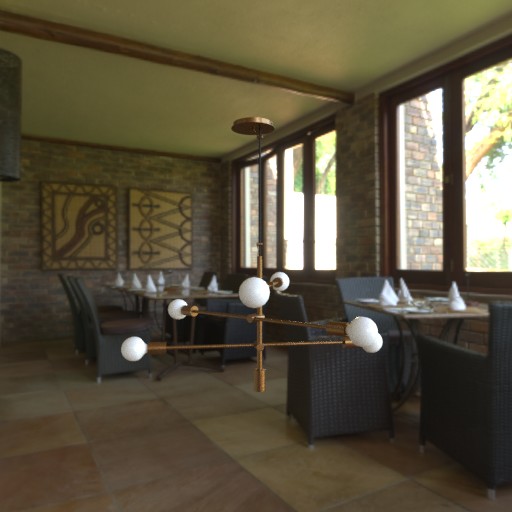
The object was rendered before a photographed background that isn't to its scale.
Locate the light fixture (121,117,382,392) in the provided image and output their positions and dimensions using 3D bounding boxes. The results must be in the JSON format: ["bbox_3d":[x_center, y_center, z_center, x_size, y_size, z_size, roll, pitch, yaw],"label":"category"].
[{"bbox_3d":[0.000,0.000,1.243,0.682,0.744,0.637,0,-1,19],"label":"light fixture"}]
